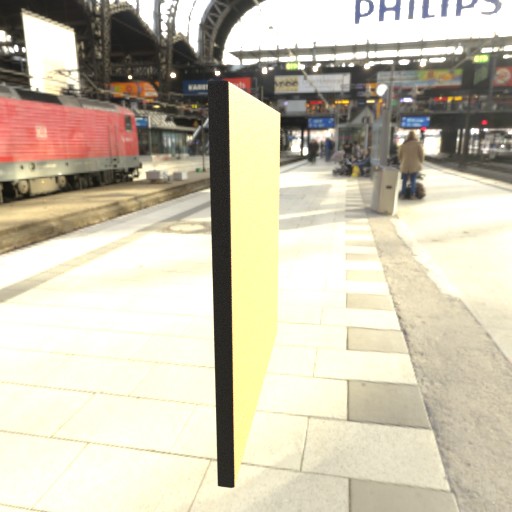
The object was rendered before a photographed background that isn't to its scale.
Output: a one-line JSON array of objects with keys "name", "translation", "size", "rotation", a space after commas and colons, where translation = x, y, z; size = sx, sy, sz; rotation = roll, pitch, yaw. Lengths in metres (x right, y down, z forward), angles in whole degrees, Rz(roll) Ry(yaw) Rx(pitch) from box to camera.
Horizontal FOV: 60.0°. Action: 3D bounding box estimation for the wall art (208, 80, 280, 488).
[{"name": "wall art", "translation": [0.000, 0.000, 0.688], "size": [0.022, 0.453, 0.456], "rotation": [2, 14, 9]}]
